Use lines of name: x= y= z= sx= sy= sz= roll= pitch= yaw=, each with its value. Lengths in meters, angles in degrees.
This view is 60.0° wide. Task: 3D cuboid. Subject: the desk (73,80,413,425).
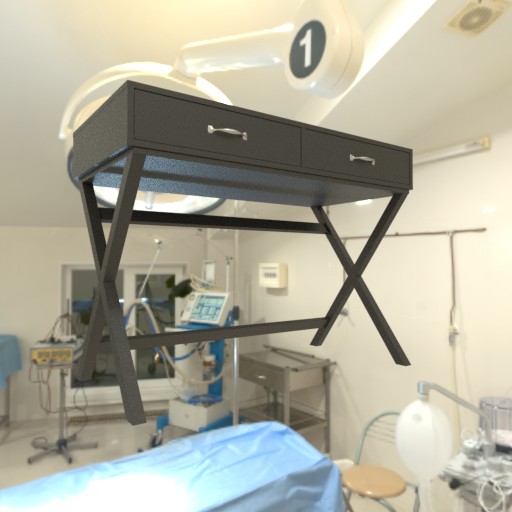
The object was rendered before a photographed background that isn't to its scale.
desk: x=0.000 y=0.000 z=1.498 sx=1.057 sy=0.780 sz=0.525 roll=1 pitch=-1 yaw=-35
